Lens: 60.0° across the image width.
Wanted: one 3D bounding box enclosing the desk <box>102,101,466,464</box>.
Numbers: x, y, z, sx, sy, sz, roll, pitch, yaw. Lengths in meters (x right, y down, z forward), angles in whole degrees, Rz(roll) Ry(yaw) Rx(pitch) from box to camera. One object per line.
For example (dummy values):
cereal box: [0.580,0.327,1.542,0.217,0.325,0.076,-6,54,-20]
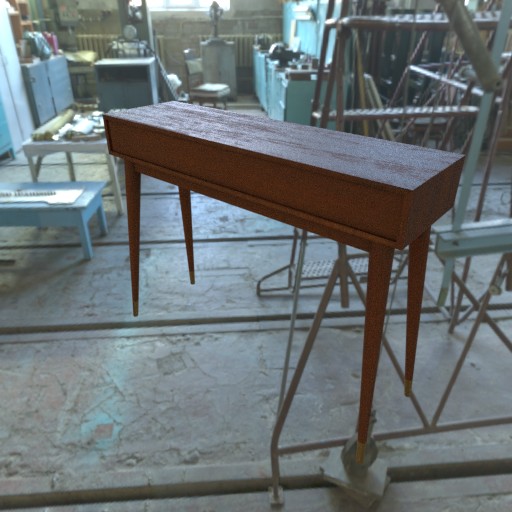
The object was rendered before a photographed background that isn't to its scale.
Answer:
desk: [0.000,0.000,1.645,1.204,0.917,0.384,23,37,34]
